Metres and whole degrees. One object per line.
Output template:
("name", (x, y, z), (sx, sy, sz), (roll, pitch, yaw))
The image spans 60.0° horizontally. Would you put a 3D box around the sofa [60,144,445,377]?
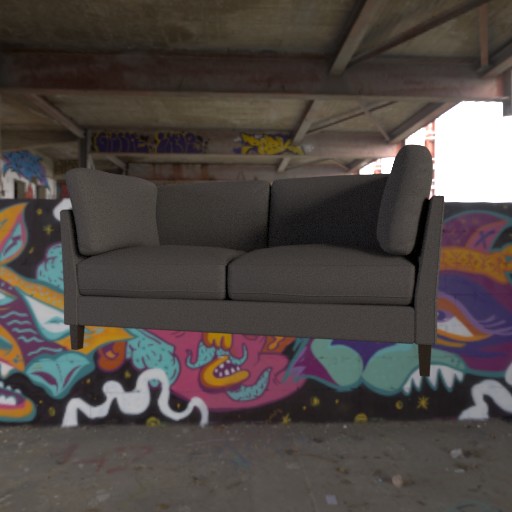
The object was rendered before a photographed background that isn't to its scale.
("sofa", (0.000, 0.000, 2.331), (1.751, 0.920, 0.969), (0, 0, 17))
